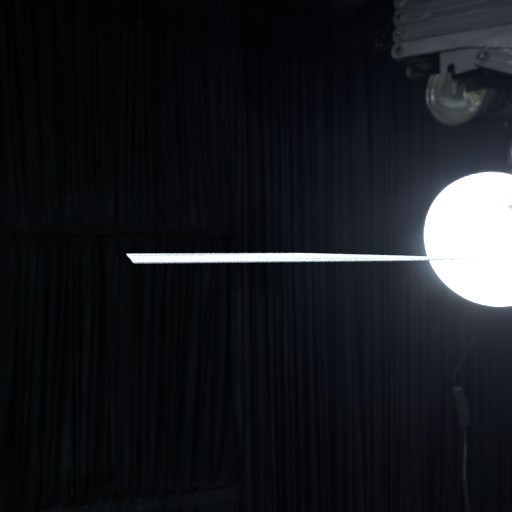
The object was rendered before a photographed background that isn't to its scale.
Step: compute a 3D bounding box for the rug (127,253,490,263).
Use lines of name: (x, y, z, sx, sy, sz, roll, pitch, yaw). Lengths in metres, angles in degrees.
rug: (0.000, 0.000, 2.764, 1.533, 0.010, 2.142, 0, 1, -17)
